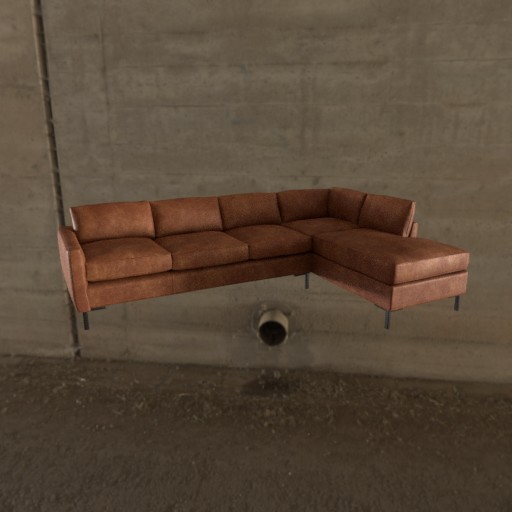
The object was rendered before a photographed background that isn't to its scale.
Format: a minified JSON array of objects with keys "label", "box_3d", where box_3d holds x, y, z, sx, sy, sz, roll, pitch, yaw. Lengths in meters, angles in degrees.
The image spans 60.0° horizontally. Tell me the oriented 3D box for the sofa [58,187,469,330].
[{"label":"sofa","box_3d":[0.000,0.000,3.802,2.984,0.877,1.938,-8,18,-26]}]
